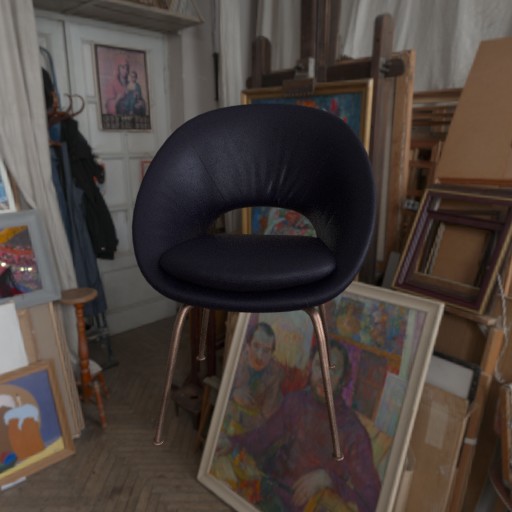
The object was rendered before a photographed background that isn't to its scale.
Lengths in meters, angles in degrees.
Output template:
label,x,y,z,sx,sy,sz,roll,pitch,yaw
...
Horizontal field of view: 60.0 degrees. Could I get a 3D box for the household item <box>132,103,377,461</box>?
label,x,y,z,sx,sy,sz,roll,pitch,yaw
household item,0.000,0.000,1.242,0.623,0.852,0.573,2,15,7
